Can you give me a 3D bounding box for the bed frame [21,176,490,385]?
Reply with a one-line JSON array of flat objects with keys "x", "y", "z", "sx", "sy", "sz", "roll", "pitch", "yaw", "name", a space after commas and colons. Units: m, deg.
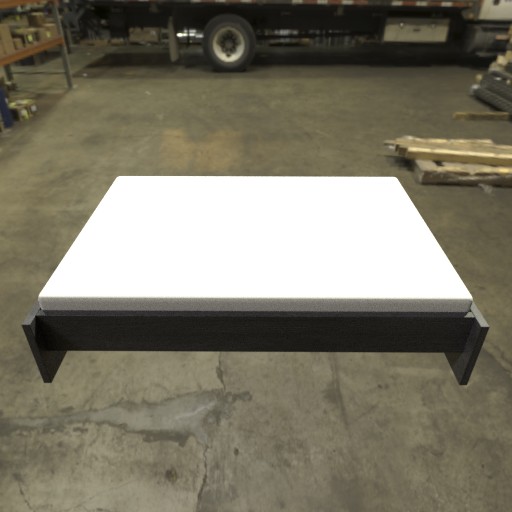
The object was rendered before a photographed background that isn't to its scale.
[{"x": 0.000, "y": 0.000, "z": 2.544, "sx": 1.950, "sy": 0.432, "sz": 1.490, "roll": 0, "pitch": 34, "yaw": 0, "name": "bed frame"}]
